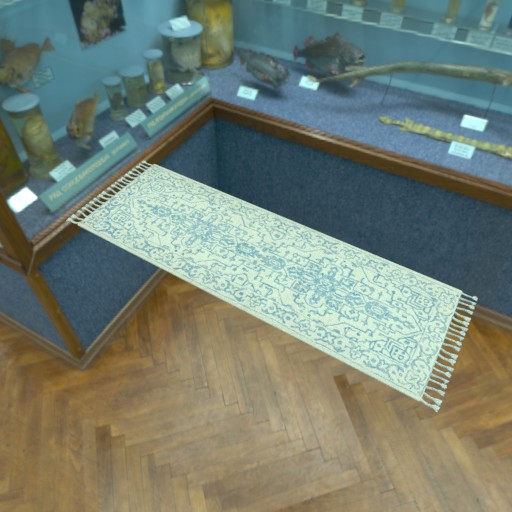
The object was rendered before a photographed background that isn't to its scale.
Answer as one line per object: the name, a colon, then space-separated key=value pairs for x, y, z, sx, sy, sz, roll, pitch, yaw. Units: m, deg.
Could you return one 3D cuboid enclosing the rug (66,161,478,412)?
rug: x=0.000 y=0.000 z=2.685 sx=2.449 sy=0.011 sz=0.774 roll=25 pitch=53 yaw=20
